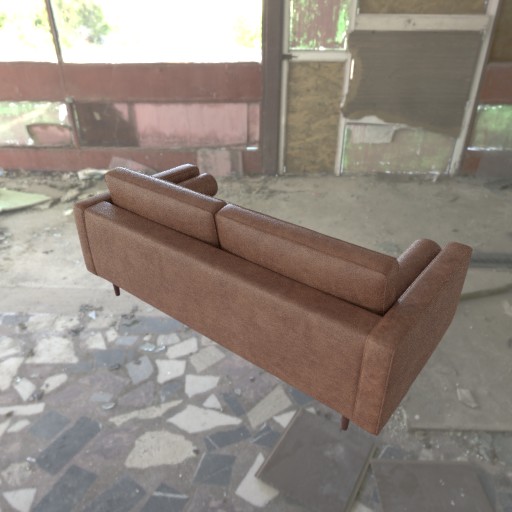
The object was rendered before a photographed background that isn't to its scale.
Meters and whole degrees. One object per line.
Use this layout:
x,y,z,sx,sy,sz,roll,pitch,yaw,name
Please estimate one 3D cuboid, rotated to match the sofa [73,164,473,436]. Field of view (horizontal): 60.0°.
0.000,0.000,2.305,1.870,0.760,0.910,22,37,32,sofa
